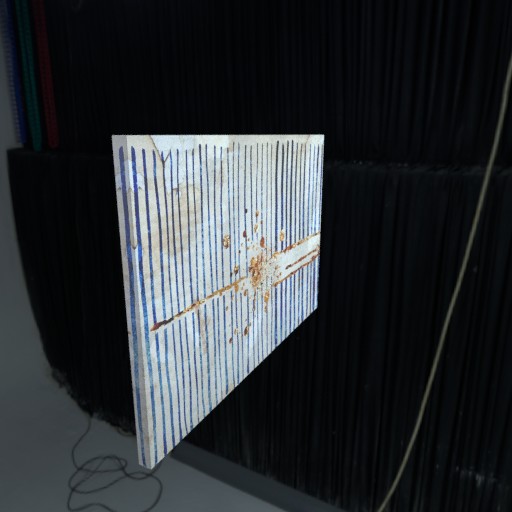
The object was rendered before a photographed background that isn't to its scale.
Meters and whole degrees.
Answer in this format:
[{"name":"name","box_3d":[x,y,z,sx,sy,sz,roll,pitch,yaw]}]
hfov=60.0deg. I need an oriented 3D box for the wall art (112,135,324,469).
[{"name":"wall art","box_3d":[0.000,0.000,1.156,0.030,0.609,0.919,8,17,26]}]
